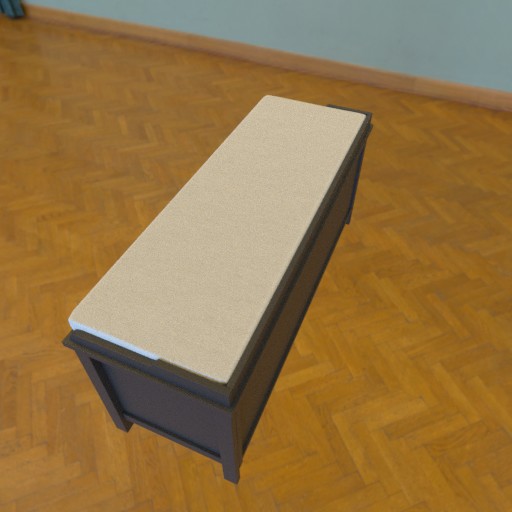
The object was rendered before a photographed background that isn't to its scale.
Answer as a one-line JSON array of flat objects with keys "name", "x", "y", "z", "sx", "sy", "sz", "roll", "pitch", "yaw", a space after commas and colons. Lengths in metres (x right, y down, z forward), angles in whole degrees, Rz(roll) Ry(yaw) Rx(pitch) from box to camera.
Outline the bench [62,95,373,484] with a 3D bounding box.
[{"name": "bench", "x": 0.000, "y": 0.000, "z": 1.385, "sx": 0.398, "sy": 0.501, "sz": 1.140, "roll": 17, "pitch": 49, "yaw": 16}]
